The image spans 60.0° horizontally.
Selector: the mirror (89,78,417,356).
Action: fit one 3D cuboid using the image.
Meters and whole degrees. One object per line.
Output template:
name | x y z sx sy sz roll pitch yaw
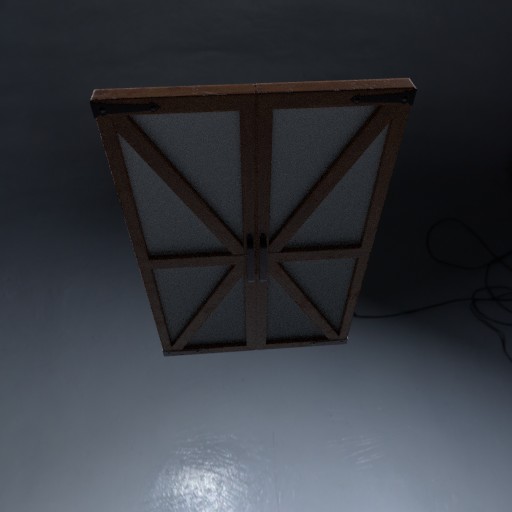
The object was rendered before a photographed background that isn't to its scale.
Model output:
mirror | 0.000 0.000 0.977 0.517 0.761 0.053 -3 47 -3
